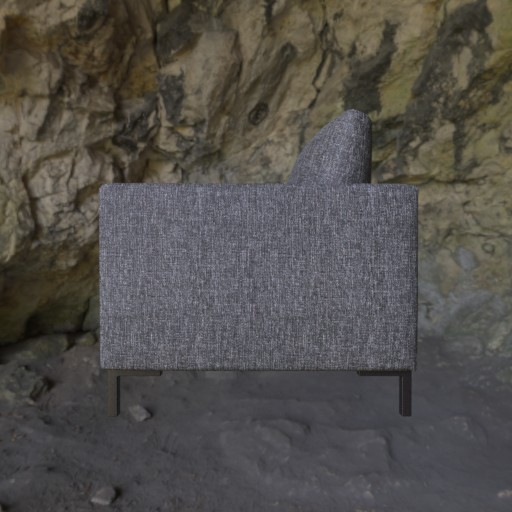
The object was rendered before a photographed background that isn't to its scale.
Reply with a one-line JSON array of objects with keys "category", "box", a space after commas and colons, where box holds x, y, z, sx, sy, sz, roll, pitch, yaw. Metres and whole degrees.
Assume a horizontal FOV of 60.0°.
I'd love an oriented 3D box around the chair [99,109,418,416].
[{"category": "chair", "box": [0.000, 0.000, 1.628, 0.866, 0.861, 0.963, 0, 1, 0]}]
